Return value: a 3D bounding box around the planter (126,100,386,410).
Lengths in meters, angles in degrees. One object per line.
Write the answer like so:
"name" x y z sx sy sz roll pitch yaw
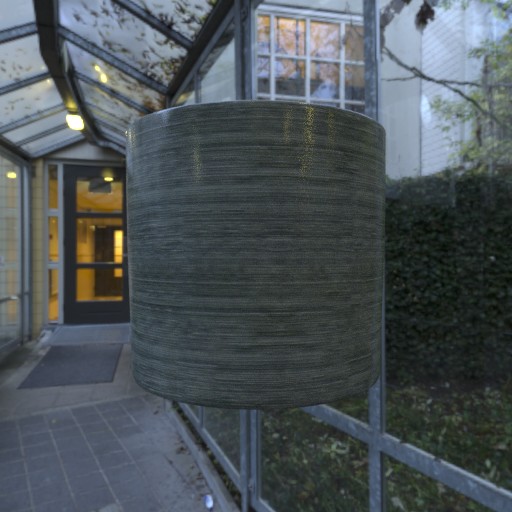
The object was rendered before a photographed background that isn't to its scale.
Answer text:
"planter" 0.000 0.000 0.393 0.221 0.201 0.221 0 0 0
